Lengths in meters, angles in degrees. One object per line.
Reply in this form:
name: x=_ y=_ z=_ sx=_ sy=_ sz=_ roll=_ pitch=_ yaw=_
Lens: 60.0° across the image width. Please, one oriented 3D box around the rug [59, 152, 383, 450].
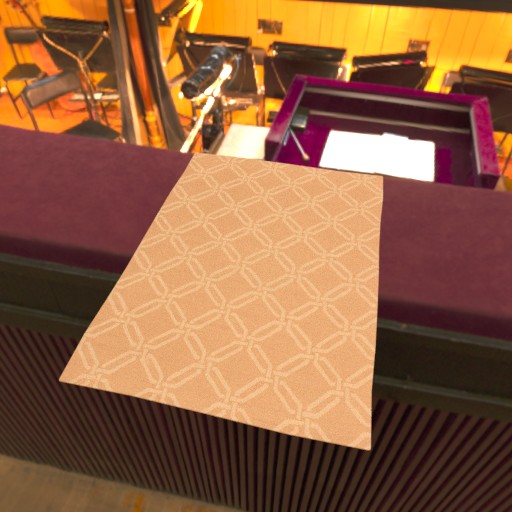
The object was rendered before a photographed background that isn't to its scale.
rug: x=0.000 y=0.000 z=2.782 sx=1.524 sy=0.013 sz=2.135 roll=9 pitch=46 yaw=9
